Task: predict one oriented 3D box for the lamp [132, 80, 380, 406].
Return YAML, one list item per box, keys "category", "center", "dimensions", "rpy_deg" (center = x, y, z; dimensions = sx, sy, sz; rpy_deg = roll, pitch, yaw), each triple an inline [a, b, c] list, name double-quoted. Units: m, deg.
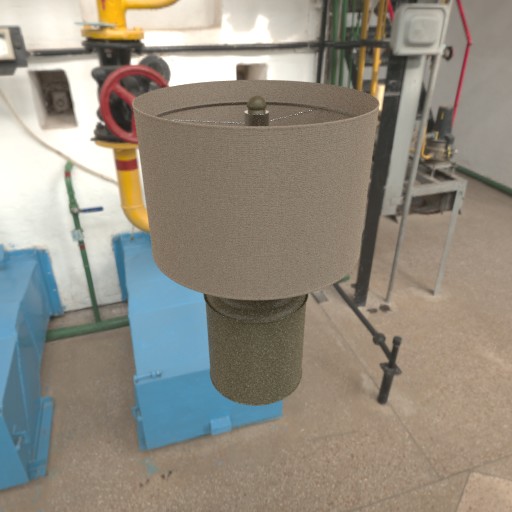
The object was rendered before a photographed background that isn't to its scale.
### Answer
- category: "lamp"
  center: [0.000, 0.000, 0.704]
  dimensions: [0.318, 0.486, 0.318]
  rpy_deg: [0, 30, 0]
